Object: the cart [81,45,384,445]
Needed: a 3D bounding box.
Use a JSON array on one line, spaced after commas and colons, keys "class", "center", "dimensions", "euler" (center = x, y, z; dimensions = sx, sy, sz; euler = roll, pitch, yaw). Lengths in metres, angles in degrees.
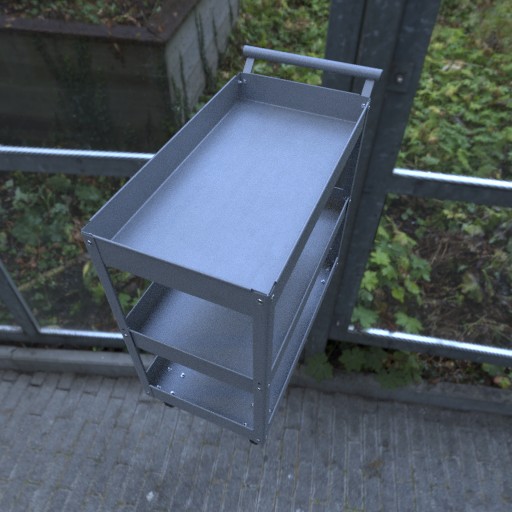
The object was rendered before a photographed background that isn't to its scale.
[{"class": "cart", "center": [0.000, 0.000, 1.181], "dimensions": [0.366, 0.780, 0.719], "euler": [18, 50, 16]}]
